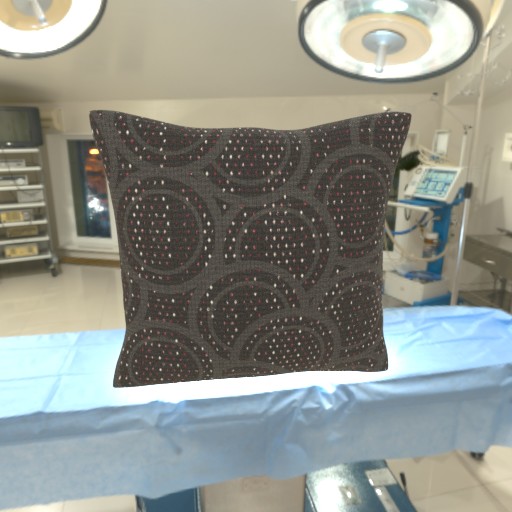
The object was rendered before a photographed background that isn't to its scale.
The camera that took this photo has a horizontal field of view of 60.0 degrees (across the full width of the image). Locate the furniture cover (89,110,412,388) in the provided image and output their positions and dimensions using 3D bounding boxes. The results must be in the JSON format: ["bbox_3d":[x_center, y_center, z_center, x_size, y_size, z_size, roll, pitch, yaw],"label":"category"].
[{"bbox_3d":[0.000,0.000,0.816,0.552,0.509,0.193,-2,16,-7],"label":"furniture cover"}]
